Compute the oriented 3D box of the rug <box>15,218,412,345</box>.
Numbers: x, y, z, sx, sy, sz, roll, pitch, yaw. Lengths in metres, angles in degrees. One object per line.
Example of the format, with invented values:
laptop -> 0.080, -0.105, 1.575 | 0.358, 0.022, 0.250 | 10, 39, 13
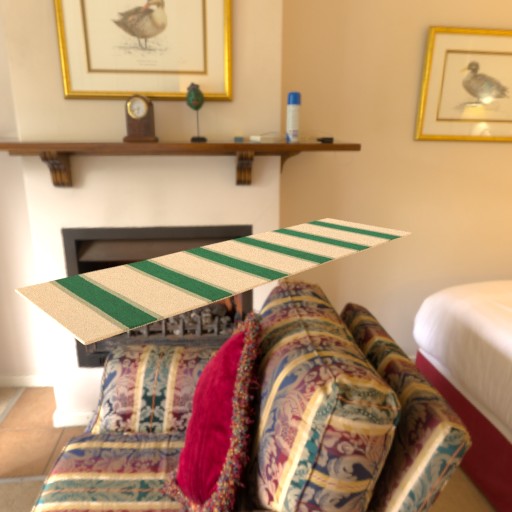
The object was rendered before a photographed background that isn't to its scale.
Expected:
rug -> 0.000, 0.000, 2.650 | 2.438, 0.012, 0.768 | -15, 22, -42
